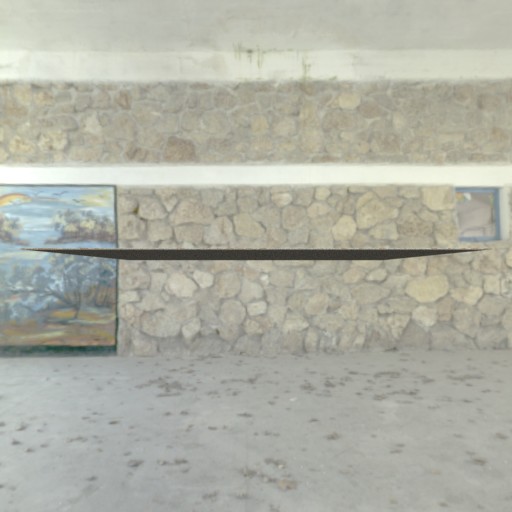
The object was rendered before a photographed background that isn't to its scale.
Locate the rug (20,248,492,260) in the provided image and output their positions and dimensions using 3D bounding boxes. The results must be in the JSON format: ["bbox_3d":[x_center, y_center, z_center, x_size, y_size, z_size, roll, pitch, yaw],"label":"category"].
[{"bbox_3d":[0.000,0.000,4.073,3.050,0.011,2.441,0,-2,0],"label":"rug"}]
